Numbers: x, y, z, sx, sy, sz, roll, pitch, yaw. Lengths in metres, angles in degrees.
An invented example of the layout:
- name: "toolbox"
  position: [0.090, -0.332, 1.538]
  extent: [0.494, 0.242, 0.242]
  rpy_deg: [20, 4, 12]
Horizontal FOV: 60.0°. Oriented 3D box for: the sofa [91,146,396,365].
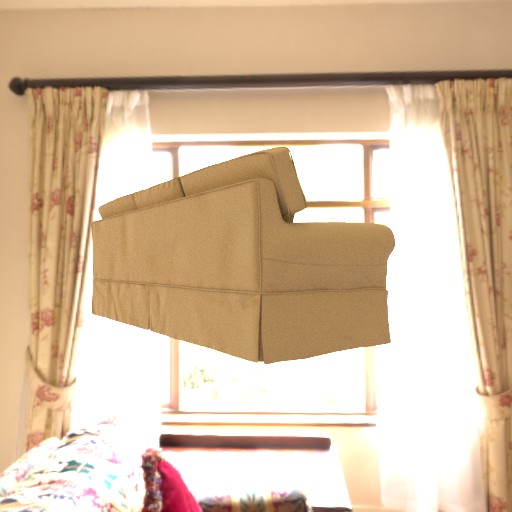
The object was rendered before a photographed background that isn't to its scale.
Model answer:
- name: "sofa"
  position: [0.000, 0.000, 3.319]
  extent: [1.733, 0.978, 2.475]
  rpy_deg: [1, -2, -37]
